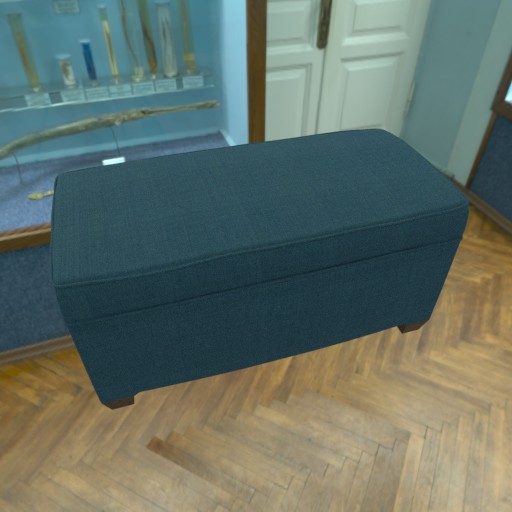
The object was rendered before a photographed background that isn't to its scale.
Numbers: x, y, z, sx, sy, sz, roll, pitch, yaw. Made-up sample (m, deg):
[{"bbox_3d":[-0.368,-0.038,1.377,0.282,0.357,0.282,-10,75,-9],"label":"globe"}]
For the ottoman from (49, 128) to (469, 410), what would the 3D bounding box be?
[{"bbox_3d":[0.000,0.000,1.209,0.943,0.474,0.474,-11,43,-13],"label":"ottoman"}]
